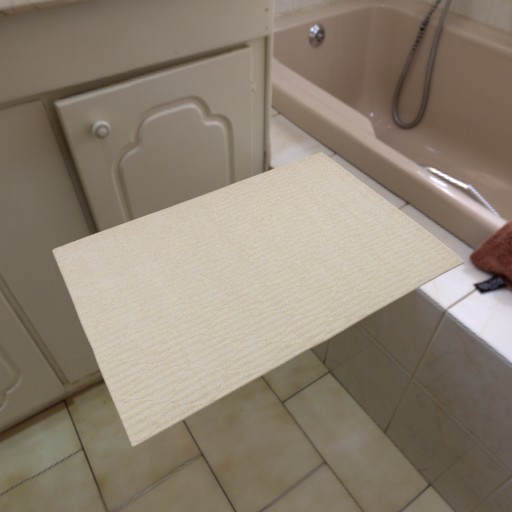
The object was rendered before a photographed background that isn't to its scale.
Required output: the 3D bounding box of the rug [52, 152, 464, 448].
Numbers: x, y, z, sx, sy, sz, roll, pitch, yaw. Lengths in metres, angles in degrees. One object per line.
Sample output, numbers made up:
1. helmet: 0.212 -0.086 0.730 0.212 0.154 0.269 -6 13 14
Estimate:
1. rug: 0.000 0.000 2.369 1.848 0.014 1.238 -24 50 -21
